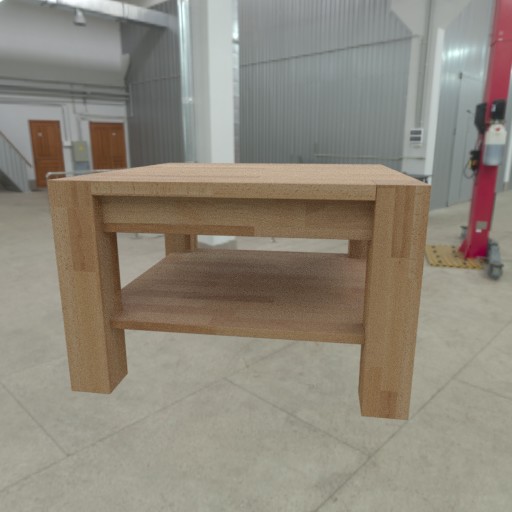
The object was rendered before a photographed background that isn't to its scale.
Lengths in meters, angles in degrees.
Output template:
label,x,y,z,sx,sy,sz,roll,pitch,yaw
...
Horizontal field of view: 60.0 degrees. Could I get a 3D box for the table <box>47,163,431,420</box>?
label,x,y,z,sx,sy,sz,roll,pitch,yaw
table,0.000,0.000,1.184,0.700,0.451,0.700,2,15,8
